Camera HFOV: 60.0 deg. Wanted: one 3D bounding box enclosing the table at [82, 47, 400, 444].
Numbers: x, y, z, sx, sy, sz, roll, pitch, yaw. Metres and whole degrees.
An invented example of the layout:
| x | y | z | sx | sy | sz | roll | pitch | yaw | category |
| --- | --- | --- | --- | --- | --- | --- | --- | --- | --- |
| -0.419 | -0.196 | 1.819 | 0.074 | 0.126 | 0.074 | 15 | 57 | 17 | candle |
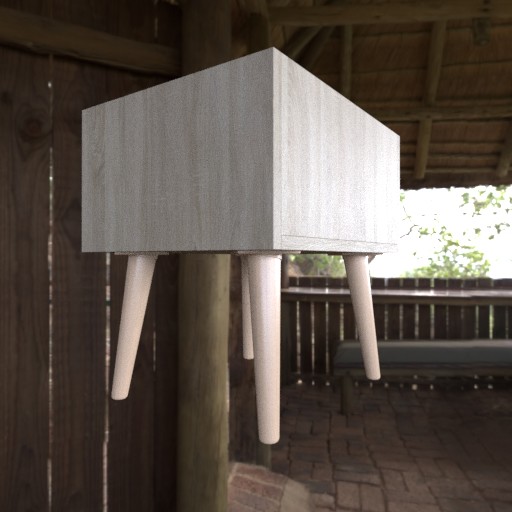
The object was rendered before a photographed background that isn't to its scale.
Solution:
| x | y | z | sx | sy | sz | roll | pitch | yaw | category |
| --- | --- | --- | --- | --- | --- | --- | --- | --- | --- |
| 0.000 | 0.000 | 0.791 | 0.370 | 0.470 | 0.450 | 0 | 0 | 36 | table |
